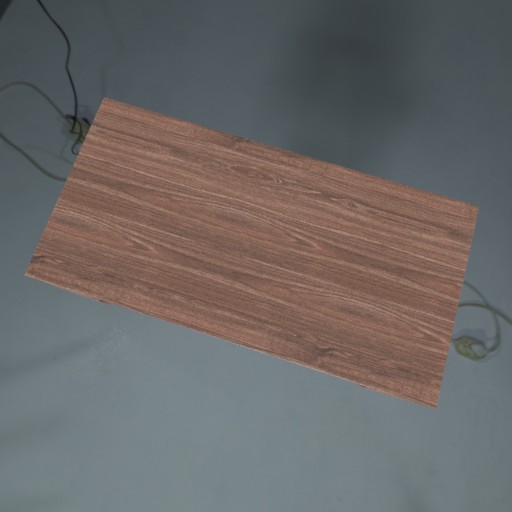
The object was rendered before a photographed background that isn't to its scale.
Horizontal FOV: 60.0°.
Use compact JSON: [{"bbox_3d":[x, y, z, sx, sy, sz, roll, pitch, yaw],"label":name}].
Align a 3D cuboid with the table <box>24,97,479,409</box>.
[{"bbox_3d":[0.000,0.000,1.486,1.200,0.400,0.600,17,77,4],"label":"table"}]
